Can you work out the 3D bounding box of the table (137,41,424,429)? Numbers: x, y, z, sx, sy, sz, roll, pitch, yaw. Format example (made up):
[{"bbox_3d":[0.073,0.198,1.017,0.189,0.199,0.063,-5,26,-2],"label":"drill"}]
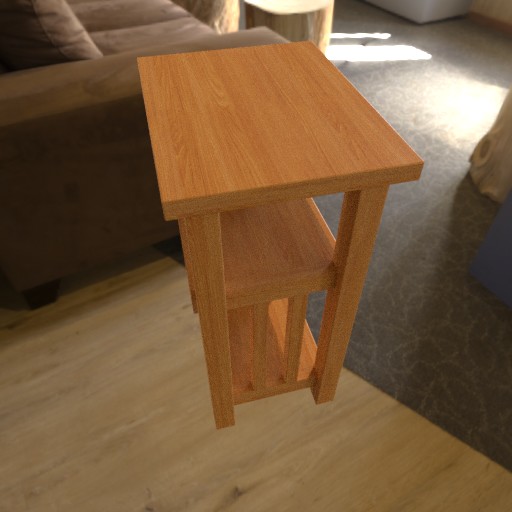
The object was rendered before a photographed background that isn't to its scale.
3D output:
[{"bbox_3d":[0.000,0.000,0.747,0.270,0.550,0.350,-10,46,-10],"label":"table"}]
